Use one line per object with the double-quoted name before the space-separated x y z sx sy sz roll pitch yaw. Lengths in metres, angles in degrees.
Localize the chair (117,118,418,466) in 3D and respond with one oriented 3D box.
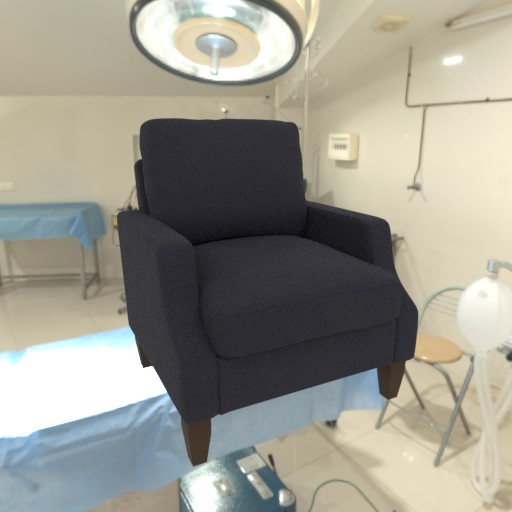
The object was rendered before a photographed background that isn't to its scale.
"chair" 0.000 0.000 1.648 0.855 0.991 0.897 -8 17 -26
